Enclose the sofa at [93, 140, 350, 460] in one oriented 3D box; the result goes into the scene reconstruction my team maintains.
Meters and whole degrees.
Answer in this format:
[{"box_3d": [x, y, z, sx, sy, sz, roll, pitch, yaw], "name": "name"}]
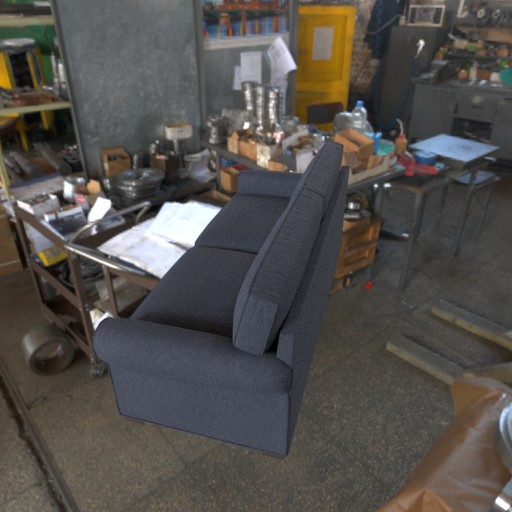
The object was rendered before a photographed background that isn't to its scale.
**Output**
[{"box_3d": [0.000, 0.000, 2.953, 0.954, 1.026, 2.391, 8, 32, 14], "name": "sofa"}]
